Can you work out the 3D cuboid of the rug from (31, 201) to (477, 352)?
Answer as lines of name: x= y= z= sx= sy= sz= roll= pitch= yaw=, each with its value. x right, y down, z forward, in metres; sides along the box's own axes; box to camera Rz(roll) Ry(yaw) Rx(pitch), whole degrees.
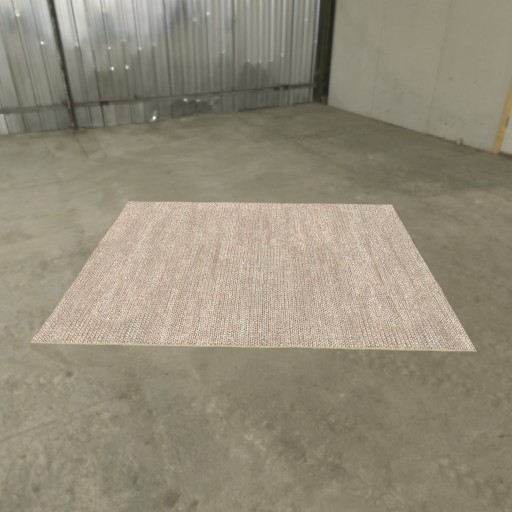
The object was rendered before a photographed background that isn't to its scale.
rug: x=0.000 y=0.000 z=4.058 sx=3.052 sy=0.030 sz=2.429 roll=1 pitch=30 yaw=1
